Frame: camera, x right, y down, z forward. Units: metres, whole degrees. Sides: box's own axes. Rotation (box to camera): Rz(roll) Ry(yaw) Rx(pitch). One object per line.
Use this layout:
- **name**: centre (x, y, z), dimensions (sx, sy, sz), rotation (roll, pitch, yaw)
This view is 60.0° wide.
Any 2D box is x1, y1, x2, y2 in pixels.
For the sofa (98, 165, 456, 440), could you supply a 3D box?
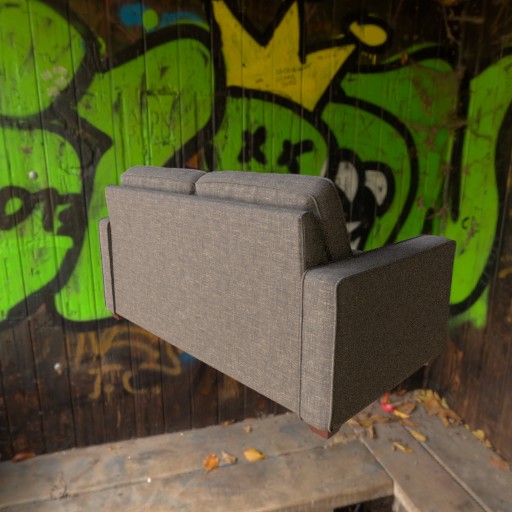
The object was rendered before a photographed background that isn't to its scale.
- **sofa**: centre (0.000, 0.000, 2.321), dimensions (0.947, 0.918, 1.709), rotation (-13, 19, -42)
